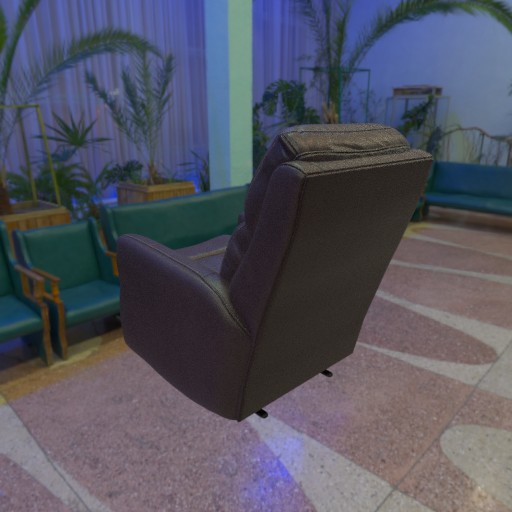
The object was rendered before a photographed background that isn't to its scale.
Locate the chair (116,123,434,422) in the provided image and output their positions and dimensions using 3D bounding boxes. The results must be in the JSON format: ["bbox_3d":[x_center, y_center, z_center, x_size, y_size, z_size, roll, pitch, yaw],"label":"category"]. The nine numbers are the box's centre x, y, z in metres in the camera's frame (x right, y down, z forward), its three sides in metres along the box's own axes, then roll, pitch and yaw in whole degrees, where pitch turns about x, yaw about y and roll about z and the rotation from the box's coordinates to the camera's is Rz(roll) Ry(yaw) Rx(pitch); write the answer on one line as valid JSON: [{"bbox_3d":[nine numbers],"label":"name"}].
[{"bbox_3d":[0.000,0.000,1.784,0.829,1.030,1.080,-16,24,-41],"label":"chair"}]
